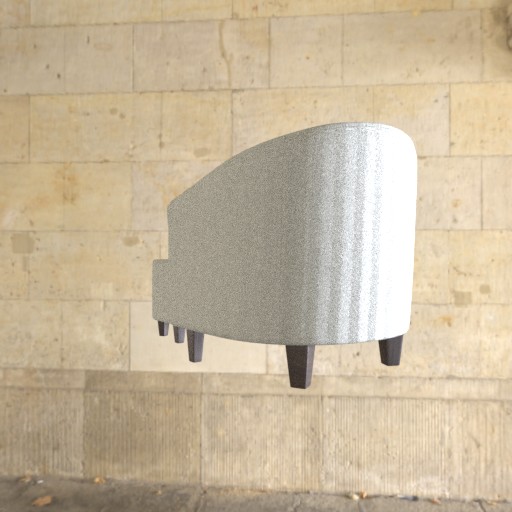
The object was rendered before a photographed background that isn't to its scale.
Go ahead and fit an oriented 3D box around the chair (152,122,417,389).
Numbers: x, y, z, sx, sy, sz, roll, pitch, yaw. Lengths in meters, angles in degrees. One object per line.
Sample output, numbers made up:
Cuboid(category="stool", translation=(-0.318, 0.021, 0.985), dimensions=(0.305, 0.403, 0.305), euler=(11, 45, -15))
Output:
Cuboid(category="chair", translation=(0.000, 0.000, 1.783), dimensions=(0.756, 0.757, 1.288), euler=(0, -1, -38))
